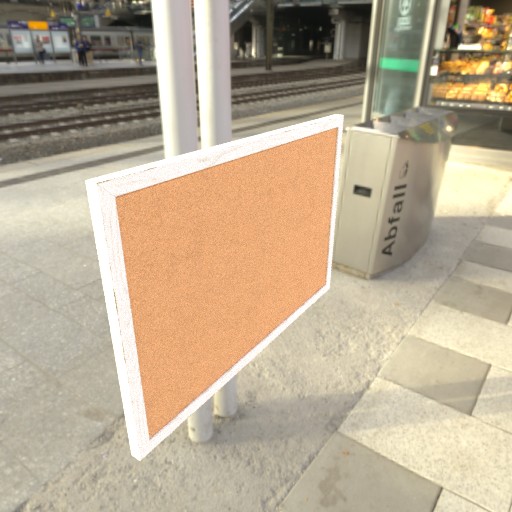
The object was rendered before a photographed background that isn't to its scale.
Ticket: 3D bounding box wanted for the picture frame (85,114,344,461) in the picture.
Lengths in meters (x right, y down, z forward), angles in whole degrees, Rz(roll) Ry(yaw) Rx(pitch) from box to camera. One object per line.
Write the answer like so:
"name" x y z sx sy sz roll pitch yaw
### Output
"picture frame" 0.000 0.000 1.217 0.029 0.640 0.950 17 30 31
